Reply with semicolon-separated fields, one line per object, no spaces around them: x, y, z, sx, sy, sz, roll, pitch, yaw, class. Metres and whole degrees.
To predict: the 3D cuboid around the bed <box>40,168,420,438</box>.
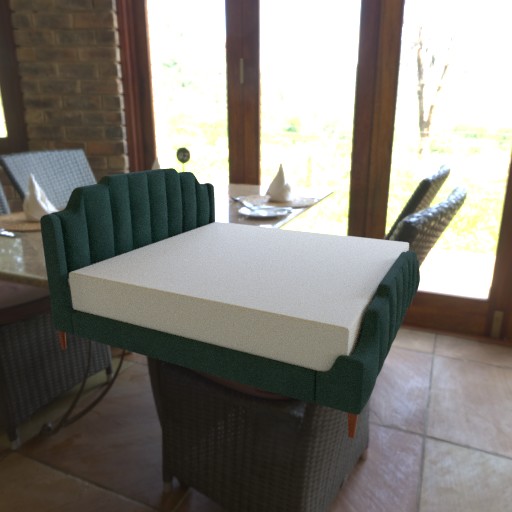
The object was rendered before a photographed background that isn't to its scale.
0.000;0.000;3.563;2.340;1.245;2.074;8;18;26;bed
